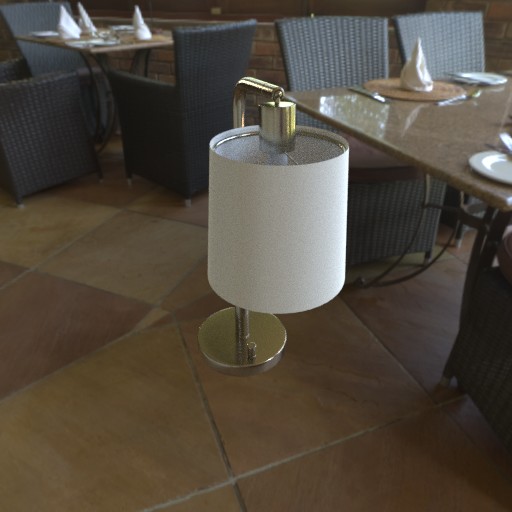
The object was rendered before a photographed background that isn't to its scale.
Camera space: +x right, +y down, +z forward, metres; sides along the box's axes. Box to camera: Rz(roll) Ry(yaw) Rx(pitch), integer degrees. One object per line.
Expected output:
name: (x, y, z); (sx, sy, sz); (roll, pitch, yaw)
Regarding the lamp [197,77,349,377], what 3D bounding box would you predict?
lamp: (0.000, 0.000, 0.638); (0.171, 0.489, 0.333); (-10, 33, -15)
